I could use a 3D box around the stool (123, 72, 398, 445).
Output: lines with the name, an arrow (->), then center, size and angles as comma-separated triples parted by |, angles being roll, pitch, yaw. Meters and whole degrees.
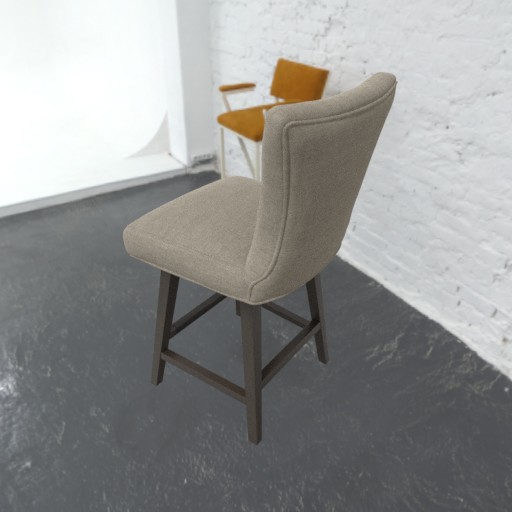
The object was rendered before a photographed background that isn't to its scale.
stool -> 0.000, 0.000, 1.308 | 0.574, 1.000, 0.514 | 22, 38, 31
